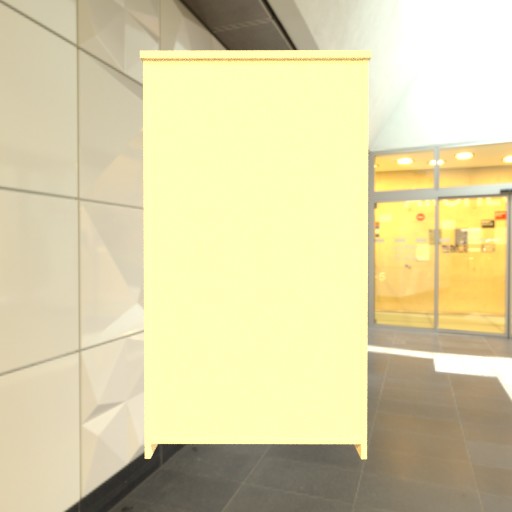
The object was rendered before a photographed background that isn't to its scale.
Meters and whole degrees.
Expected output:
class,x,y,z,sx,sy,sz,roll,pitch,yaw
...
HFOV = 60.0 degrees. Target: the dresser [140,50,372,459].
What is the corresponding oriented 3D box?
class,x,y,z,sx,sy,sz,roll,pitch,yaw
dresser,0.000,0.000,1.556,0.704,1.255,0.399,0,1,0
